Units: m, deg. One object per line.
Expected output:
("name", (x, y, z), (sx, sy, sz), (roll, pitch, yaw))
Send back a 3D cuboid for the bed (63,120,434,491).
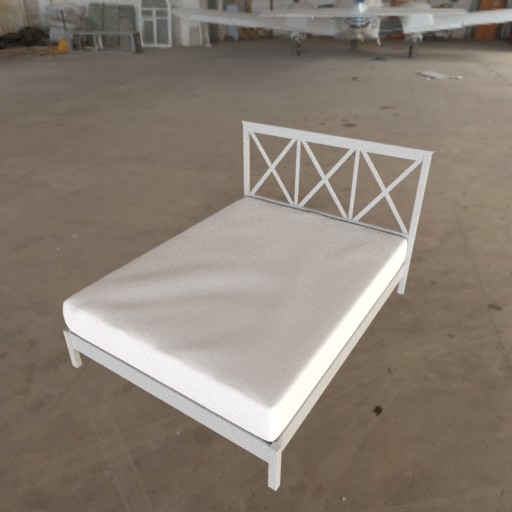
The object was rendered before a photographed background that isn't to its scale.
("bed", (0.000, 0.000, 3.136), (1.673, 1.253, 2.135), (18, 35, 28))
